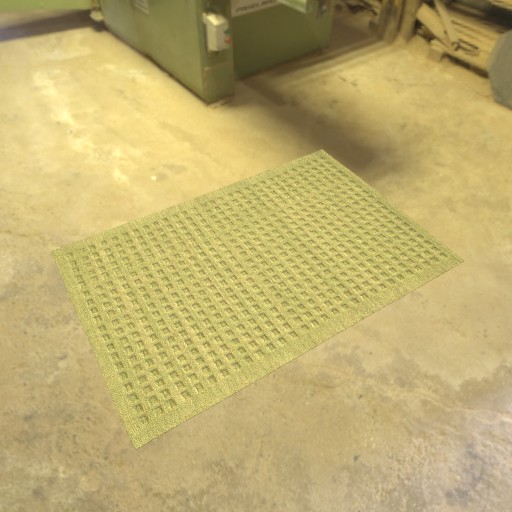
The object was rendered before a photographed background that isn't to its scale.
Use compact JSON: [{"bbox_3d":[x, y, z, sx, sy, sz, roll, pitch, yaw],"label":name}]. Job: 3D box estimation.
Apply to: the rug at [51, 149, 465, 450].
[{"bbox_3d":[0.000,0.000,2.943,2.297,0.007,1.529,-24,52,-21],"label":"rug"}]
